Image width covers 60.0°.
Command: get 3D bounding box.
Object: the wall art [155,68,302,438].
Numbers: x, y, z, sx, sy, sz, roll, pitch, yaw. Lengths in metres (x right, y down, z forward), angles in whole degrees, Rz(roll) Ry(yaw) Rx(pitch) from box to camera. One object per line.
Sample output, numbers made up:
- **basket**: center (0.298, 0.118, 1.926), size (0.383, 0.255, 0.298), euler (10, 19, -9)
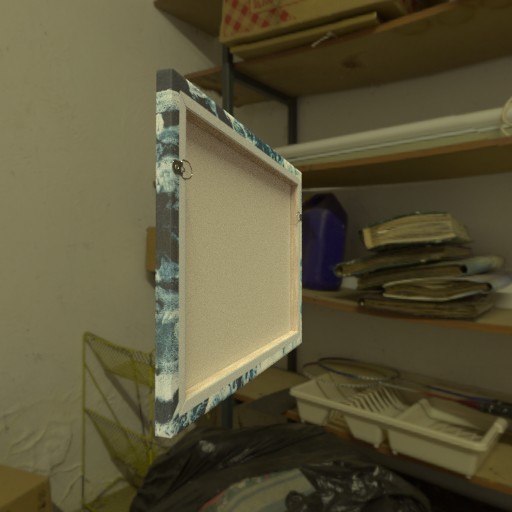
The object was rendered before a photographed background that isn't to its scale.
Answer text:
- **wall art**: center (0.000, 0.000, 1.934), size (0.055, 1.017, 1.524), euler (0, -1, 19)
